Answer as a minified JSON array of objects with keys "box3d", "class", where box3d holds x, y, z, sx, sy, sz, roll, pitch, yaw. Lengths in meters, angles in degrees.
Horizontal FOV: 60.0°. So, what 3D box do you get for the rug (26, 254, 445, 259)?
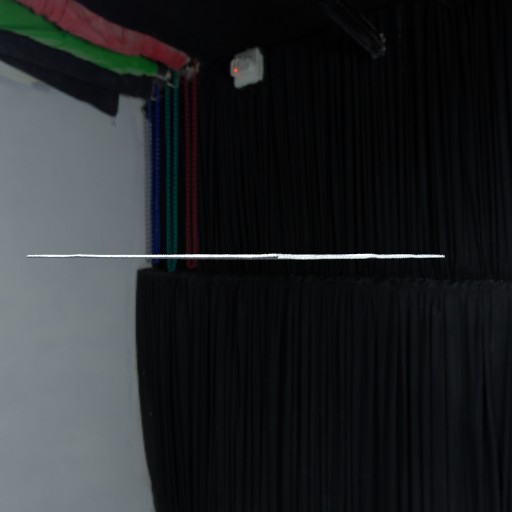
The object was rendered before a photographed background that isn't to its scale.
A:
[{"box3d":[0.000,0.000,0.878,0.548,0.006,0.639,0,0,38],"class":"rug"}]
